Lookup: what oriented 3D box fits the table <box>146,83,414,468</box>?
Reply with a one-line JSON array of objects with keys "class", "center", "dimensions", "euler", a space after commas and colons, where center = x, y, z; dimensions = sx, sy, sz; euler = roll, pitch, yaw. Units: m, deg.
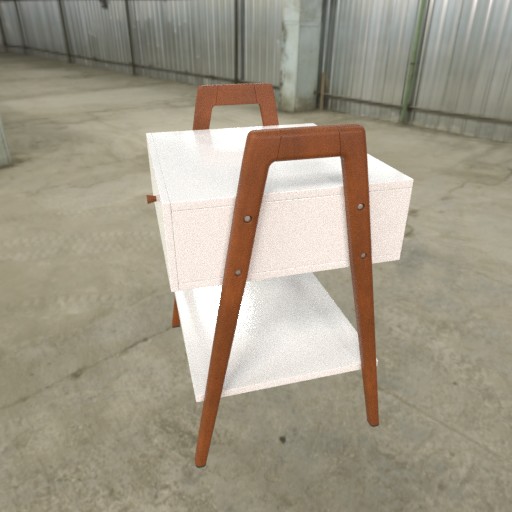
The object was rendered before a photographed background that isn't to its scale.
[{"class": "table", "center": [0.000, 0.000, 0.912], "dimensions": [0.405, 0.610, 0.457], "euler": [-7, 29, -13]}]
